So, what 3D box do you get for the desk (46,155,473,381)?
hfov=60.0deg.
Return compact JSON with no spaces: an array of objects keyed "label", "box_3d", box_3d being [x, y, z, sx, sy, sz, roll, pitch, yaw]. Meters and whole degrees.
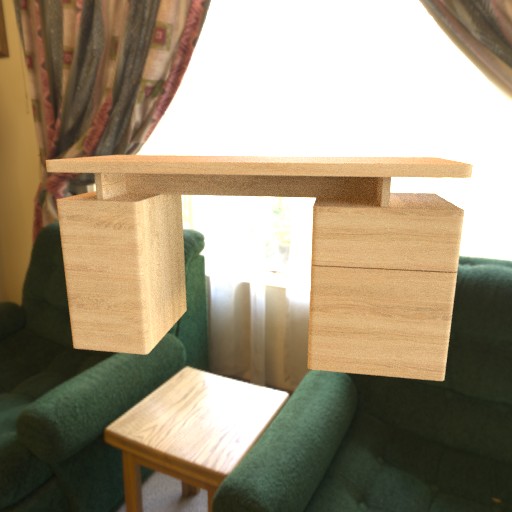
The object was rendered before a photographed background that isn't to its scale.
[{"label":"desk","box_3d":[0.000,0.000,1.768,1.400,0.760,0.550,3,15,10]}]
